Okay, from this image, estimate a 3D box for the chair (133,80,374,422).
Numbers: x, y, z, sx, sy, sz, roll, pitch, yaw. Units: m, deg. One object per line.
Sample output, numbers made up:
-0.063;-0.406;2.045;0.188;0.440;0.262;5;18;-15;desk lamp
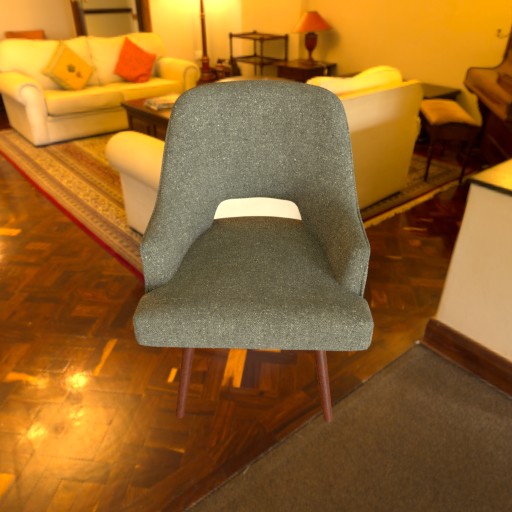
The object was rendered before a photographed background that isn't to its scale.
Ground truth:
0.000;0.000;1.304;0.608;0.875;0.629;1;31;2;chair
